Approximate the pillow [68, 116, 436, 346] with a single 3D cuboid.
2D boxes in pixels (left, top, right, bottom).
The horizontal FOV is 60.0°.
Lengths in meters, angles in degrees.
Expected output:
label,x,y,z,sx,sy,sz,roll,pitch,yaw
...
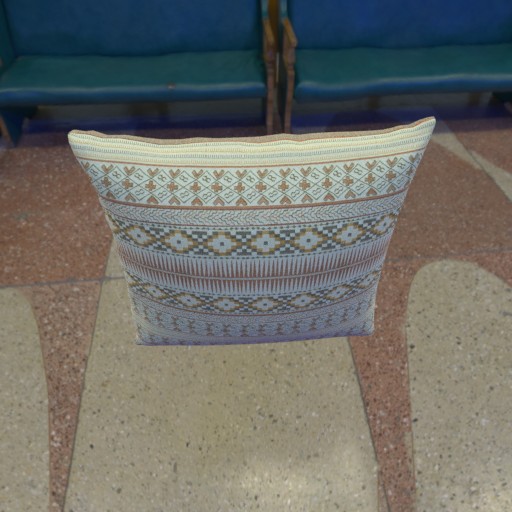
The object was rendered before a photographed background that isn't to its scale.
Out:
label,x,y,z,sx,sy,sz,roll,pitch,yaw
pillow,0.000,0.000,0.791,0.521,0.519,0.215,-2,45,-2
